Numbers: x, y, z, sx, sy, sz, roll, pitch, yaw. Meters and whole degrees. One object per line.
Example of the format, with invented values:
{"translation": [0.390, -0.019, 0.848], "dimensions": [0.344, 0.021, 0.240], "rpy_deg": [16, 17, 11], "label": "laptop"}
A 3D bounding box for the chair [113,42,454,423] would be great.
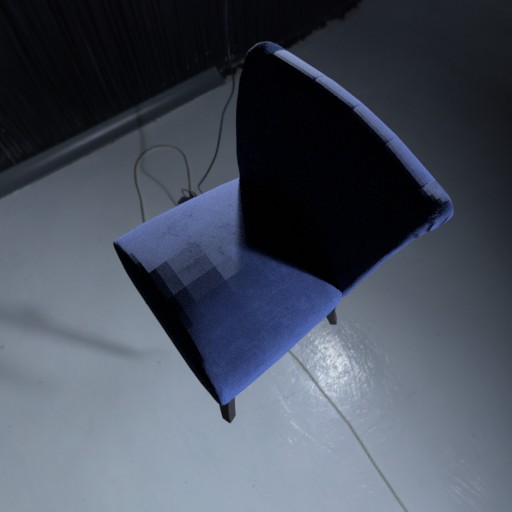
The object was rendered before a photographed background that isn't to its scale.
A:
{"translation": [0.000, 0.000, 1.183], "dimensions": [0.606, 0.753, 0.585], "rpy_deg": [-34, 68, -16], "label": "chair"}
